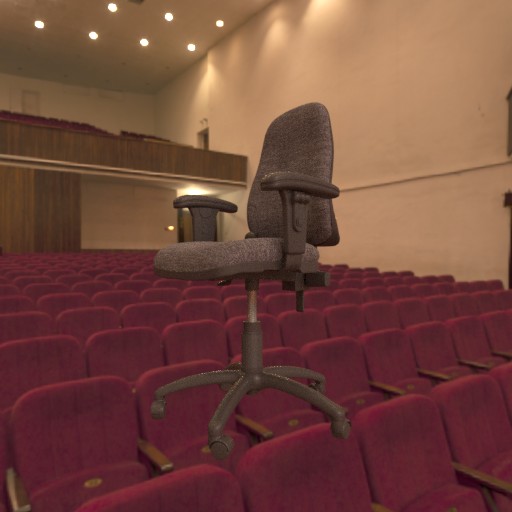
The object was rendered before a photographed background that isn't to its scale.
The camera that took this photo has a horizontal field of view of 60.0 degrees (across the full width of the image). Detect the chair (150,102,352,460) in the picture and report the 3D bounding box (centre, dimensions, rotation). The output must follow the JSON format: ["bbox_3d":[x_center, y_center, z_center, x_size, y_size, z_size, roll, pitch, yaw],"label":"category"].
[{"bbox_3d":[0.000,0.000,1.266,0.530,0.910,0.550,0,0,-36],"label":"chair"}]
